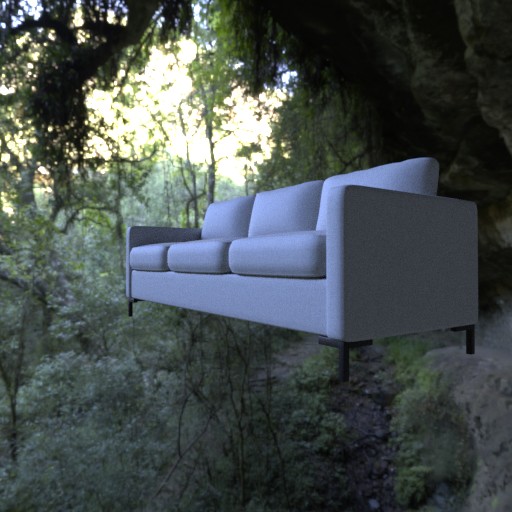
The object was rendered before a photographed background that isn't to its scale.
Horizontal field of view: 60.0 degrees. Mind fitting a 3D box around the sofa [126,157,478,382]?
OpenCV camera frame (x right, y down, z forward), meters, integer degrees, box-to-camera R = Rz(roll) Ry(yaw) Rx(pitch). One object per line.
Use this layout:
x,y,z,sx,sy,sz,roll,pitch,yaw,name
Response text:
0.000,0.000,2.607,0.859,0.874,2.218,1,-1,-35,sofa
